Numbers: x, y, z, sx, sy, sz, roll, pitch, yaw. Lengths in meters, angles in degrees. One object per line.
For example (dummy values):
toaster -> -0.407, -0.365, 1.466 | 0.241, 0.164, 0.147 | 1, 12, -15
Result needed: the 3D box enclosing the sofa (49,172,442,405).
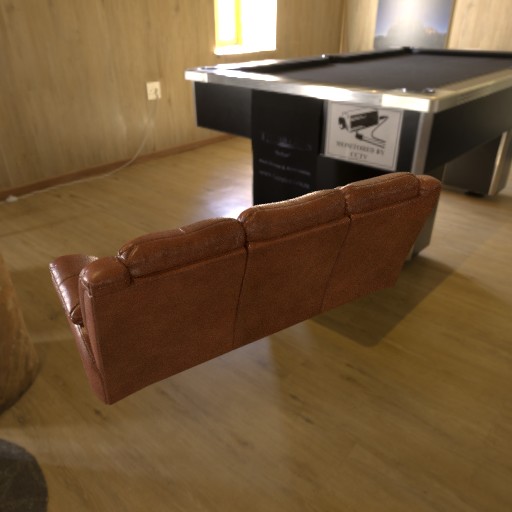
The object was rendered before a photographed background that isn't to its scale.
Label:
sofa -> 0.000, 0.000, 2.856 | 2.337, 1.043, 0.991 | -17, 33, -28
